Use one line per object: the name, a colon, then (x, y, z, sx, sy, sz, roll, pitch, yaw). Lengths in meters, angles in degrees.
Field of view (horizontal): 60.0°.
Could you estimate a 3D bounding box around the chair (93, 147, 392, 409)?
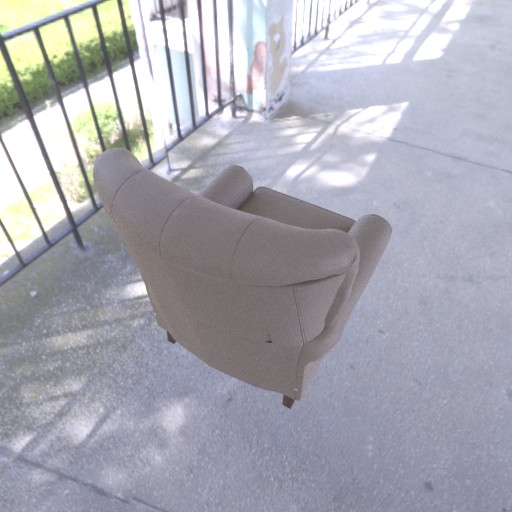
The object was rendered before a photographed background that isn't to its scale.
chair: (0.000, 0.000, 1.946, 0.999, 1.138, 1.041, 24, 51, 21)
